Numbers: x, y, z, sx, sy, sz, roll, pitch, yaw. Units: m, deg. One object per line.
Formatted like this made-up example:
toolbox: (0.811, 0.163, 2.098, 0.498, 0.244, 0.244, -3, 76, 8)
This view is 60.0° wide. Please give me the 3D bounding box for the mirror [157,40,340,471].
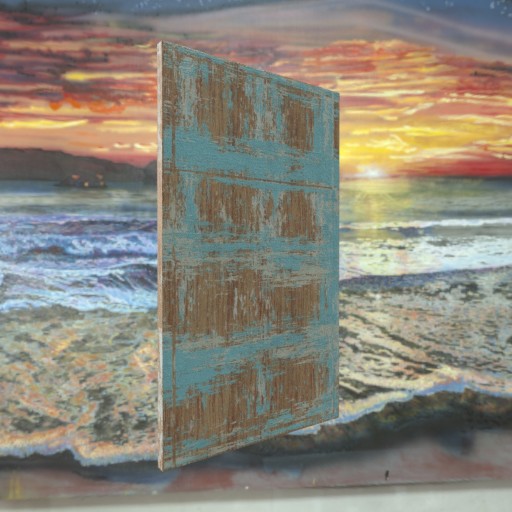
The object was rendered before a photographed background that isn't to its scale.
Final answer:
mirror: (0.000, 0.000, 1.485, 0.707, 1.213, 0.083, 0, 1, -36)
